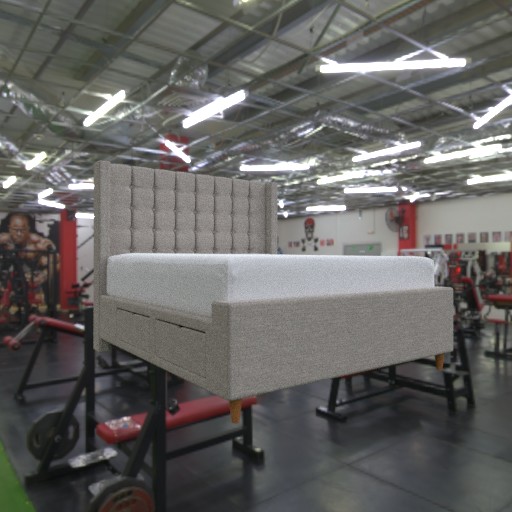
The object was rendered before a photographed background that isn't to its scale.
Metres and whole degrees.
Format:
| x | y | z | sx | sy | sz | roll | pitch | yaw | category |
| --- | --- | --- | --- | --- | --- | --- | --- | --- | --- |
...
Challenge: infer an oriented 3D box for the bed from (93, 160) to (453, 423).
| x | y | z | sx | sy | sz | roll | pitch | yaw | category |
| --- | --- | --- | --- | --- | --- | --- | --- | --- | --- |
| 0.000 | 0.000 | 3.771 | 2.044 | 1.748 | 2.372 | 0 | 0 | -36 | bed |
